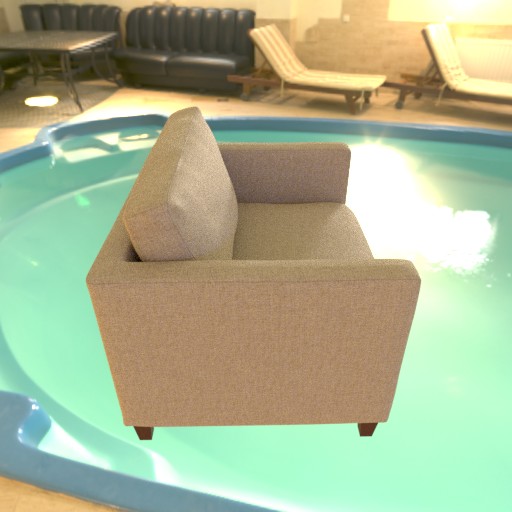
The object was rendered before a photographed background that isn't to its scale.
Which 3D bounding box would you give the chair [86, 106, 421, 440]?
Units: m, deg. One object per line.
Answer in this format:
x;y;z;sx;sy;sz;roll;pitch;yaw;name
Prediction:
0.000;0.000;1.783;0.959;0.961;1.107;-1;34;-1;chair
